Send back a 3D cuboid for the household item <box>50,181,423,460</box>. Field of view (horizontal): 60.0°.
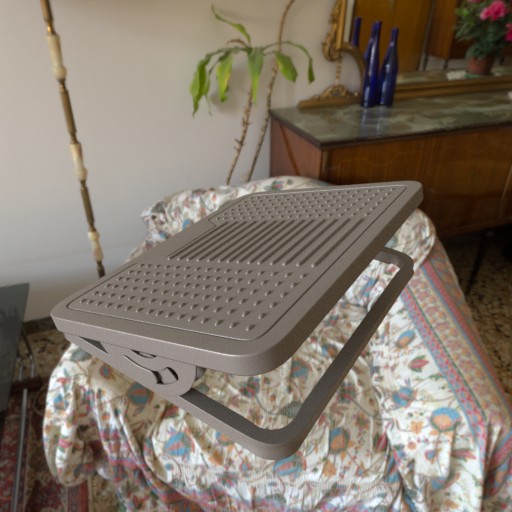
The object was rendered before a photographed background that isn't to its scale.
[{"bbox_3d":[0.000,0.000,0.530,0.301,0.126,0.390,19,37,28],"label":"household item"}]
